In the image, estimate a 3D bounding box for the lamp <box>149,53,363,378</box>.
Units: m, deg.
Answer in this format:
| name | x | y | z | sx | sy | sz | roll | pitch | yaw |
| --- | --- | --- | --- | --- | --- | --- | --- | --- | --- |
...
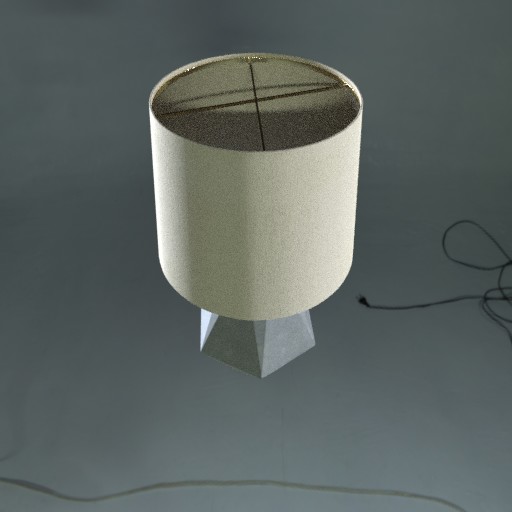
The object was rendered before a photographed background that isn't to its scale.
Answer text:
| name | x | y | z | sx | sy | sz | roll | pitch | yaw |
| --- | --- | --- | --- | --- | --- | --- | --- | --- | --- |
| lamp | 0.000 | 0.000 | 0.659 | 0.276 | 0.501 | 0.276 | 0 | 46 | 0 |
